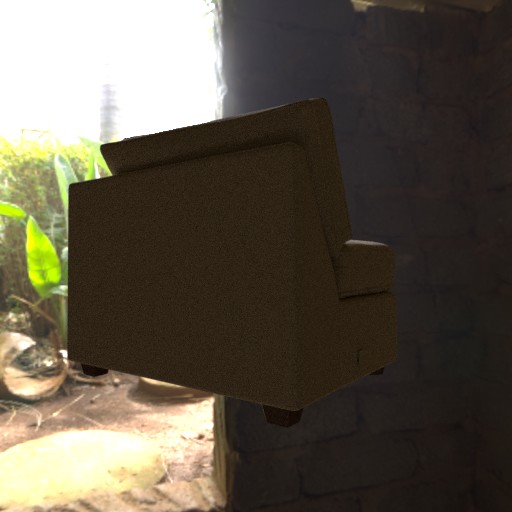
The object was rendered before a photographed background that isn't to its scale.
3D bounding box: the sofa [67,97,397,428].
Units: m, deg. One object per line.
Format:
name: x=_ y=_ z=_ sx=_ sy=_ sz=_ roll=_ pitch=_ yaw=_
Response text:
sofa: x=0.000 y=0.000 z=1.813 sx=1.050 sy=0.937 sz=1.042 roll=-1 pitch=-1 yaw=37
